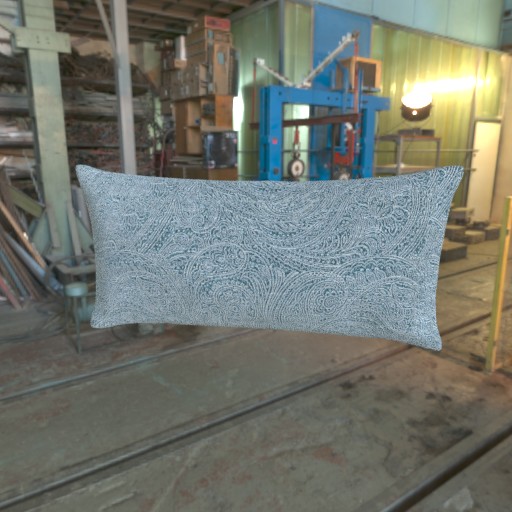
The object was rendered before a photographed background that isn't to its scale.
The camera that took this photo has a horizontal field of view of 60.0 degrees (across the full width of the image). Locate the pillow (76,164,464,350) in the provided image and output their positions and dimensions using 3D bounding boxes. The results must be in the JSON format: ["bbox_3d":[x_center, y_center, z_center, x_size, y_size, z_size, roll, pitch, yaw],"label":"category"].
[{"bbox_3d":[0.000,0.000,0.730,0.615,0.295,0.151,2,14,9],"label":"pillow"}]
